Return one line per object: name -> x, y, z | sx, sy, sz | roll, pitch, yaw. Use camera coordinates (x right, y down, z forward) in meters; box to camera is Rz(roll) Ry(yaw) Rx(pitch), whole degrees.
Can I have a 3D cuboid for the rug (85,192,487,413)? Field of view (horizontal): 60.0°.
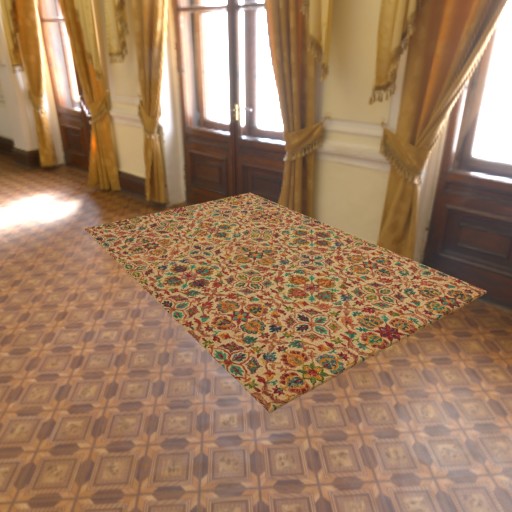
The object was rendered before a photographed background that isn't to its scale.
rug -> 0.000, 0.000, 2.917 | 1.541, 0.018, 2.297 | -17, 30, -32
